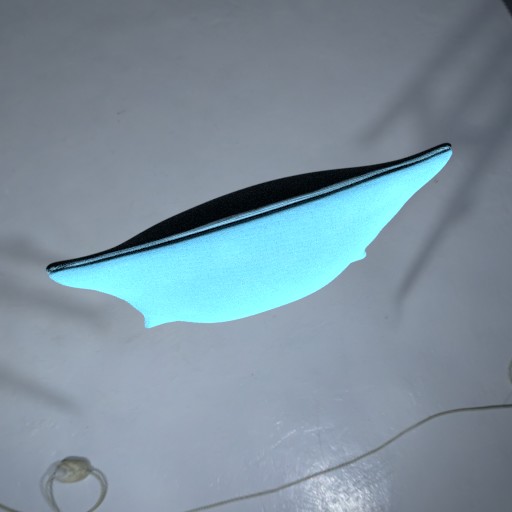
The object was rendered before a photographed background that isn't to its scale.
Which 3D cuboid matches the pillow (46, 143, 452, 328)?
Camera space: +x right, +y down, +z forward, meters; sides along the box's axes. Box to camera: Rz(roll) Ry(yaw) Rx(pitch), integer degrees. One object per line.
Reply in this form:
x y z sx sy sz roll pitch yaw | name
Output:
0.000 0.000 0.639 0.433 0.415 0.151 -18 75 -5 | pillow
